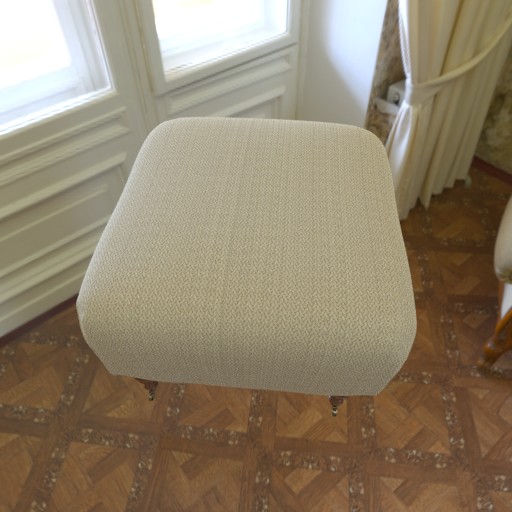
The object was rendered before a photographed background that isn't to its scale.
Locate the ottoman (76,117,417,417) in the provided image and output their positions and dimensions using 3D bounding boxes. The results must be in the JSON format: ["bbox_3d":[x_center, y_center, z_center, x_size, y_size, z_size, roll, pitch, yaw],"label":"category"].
[{"bbox_3d":[0.000,0.000,1.075,0.622,0.447,0.684,4,48,3],"label":"ottoman"}]
